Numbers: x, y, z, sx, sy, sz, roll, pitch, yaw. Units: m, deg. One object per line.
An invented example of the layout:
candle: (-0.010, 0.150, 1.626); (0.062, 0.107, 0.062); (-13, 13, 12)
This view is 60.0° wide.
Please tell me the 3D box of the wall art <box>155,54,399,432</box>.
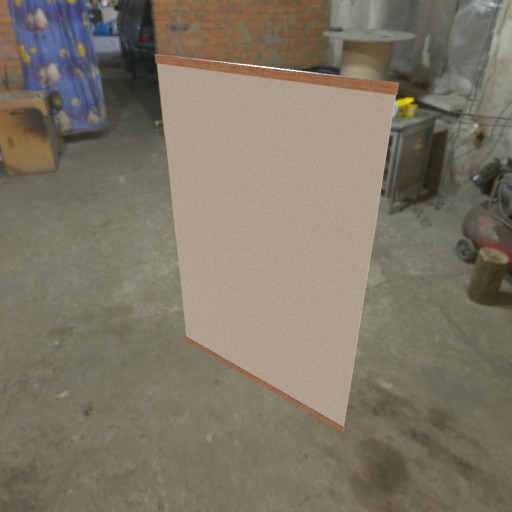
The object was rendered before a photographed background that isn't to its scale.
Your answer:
wall art: (0.000, 0.000, 1.916); (1.019, 1.527, 0.019); (22, 37, 31)
